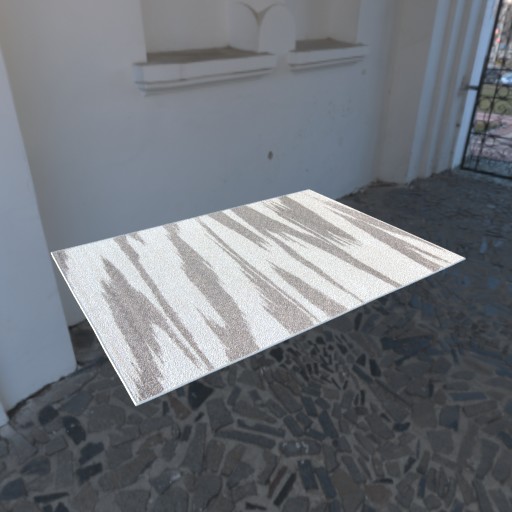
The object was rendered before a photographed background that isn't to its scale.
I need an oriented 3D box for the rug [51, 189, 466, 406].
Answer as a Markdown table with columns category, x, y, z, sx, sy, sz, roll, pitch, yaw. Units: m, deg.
| category | x | y | z | sx | sy | sz | roll | pitch | yaw |
| --- | --- | --- | --- | --- | --- | --- | --- | --- | --- |
| rug | 0.000 | 0.000 | 2.798 | 2.142 | 0.010 | 1.533 | -18 | 33 | -29 |
